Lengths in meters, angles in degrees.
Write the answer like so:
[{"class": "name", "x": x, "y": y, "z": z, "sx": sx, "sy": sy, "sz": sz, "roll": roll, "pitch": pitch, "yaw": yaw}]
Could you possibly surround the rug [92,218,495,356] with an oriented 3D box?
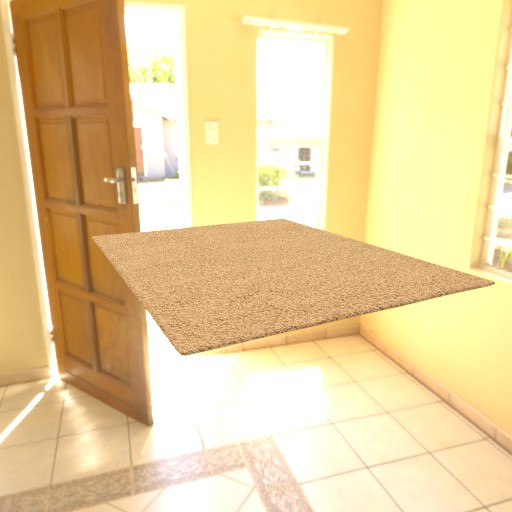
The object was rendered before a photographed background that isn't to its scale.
[{"class": "rug", "x": 0.000, "y": 0.000, "z": 4.044, "sx": 2.438, "sy": 0.029, "sz": 3.047, "roll": -8, "pitch": 17, "yaw": -27}]
